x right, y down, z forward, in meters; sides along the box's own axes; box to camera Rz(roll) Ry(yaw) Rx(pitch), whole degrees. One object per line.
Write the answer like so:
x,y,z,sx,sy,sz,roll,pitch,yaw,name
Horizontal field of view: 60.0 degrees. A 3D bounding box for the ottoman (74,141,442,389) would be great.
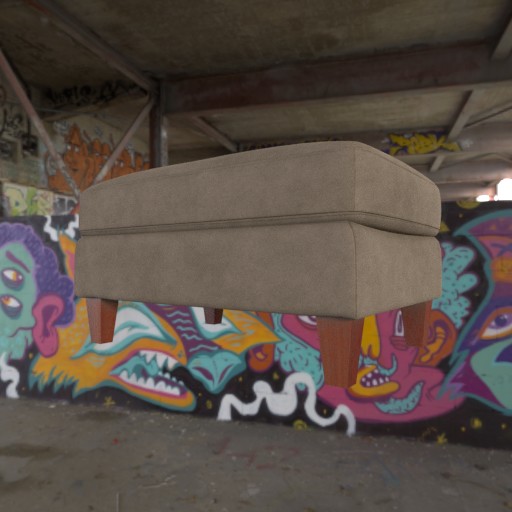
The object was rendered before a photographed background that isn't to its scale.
0.000,0.000,1.220,0.864,0.483,0.584,-1,-1,36,ottoman
